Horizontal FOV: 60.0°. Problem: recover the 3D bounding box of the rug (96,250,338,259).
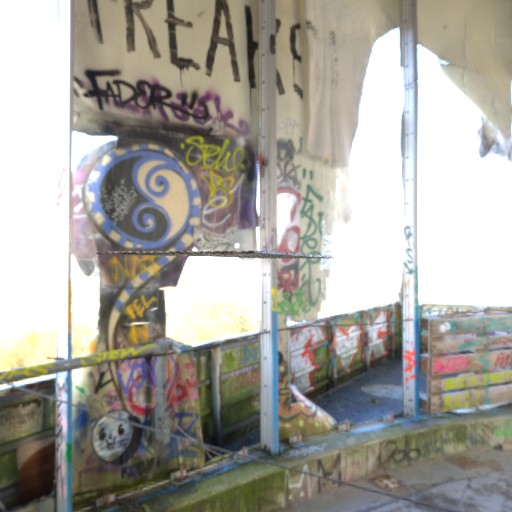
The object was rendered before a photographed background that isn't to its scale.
[{"bbox_3d":[0.000,0.000,2.912,1.324,0.018,2.378,-1,-1,35],"label":"rug"}]
